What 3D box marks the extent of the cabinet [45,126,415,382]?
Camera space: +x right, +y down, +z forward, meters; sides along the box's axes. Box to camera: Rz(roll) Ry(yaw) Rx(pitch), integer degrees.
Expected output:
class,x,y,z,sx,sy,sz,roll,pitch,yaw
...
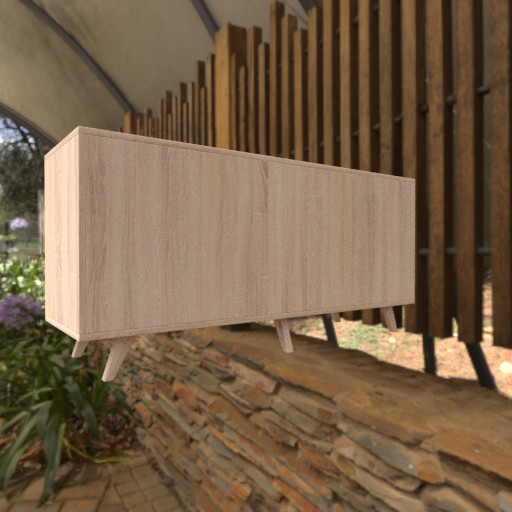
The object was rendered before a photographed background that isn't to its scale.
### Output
class,x,y,z,sx,sy,sz,roll,pitch,yaw
cabinet,0.000,0.000,1.993,1.650,0.780,0.500,0,1,-36
